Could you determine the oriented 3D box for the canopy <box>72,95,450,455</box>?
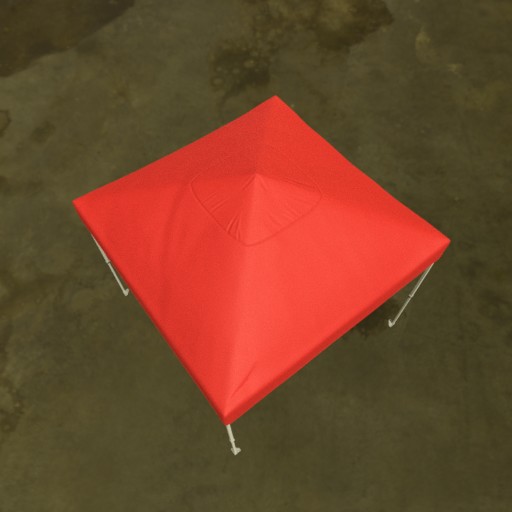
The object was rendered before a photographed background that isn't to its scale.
[{"bbox_3d":[0.000,0.000,5.503,2.998,2.997,2.996,-33,64,-19],"label":"canopy"}]
